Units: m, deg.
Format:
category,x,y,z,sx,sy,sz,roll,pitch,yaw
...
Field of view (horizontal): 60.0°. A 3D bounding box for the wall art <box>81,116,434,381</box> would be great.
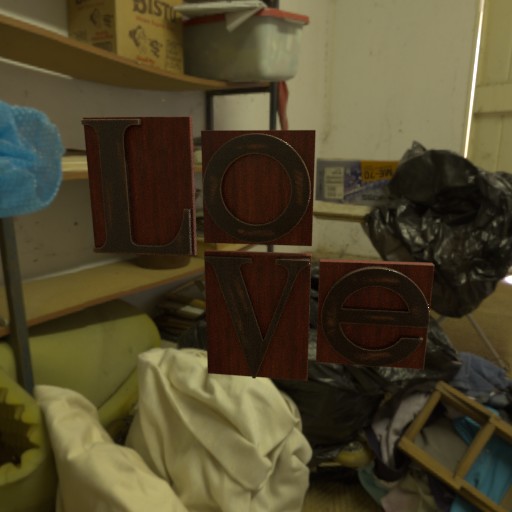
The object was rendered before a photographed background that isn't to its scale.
category,x,y,z,sx,sy,sz,roll,pitch,yaw
wall art,0.000,0.000,0.823,0.635,0.497,0.030,2,14,8
